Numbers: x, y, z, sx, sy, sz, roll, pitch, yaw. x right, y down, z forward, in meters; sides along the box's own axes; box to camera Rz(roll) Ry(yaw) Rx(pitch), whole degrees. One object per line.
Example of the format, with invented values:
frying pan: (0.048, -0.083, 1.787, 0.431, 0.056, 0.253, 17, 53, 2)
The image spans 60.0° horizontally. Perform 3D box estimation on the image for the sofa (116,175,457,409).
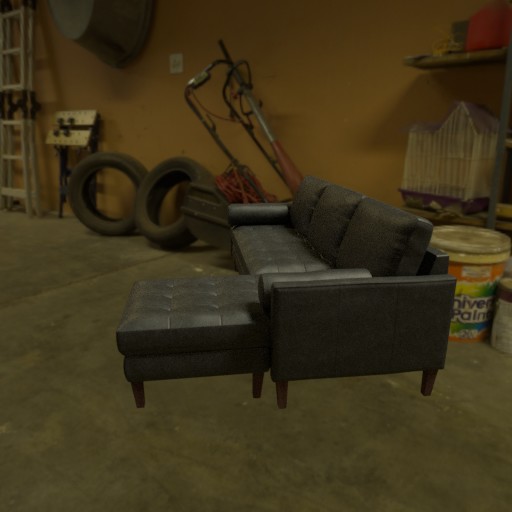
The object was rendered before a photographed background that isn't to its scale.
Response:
sofa: (0.000, 0.000, 2.925, 1.497, 0.876, 2.178, -2, 16, -8)
